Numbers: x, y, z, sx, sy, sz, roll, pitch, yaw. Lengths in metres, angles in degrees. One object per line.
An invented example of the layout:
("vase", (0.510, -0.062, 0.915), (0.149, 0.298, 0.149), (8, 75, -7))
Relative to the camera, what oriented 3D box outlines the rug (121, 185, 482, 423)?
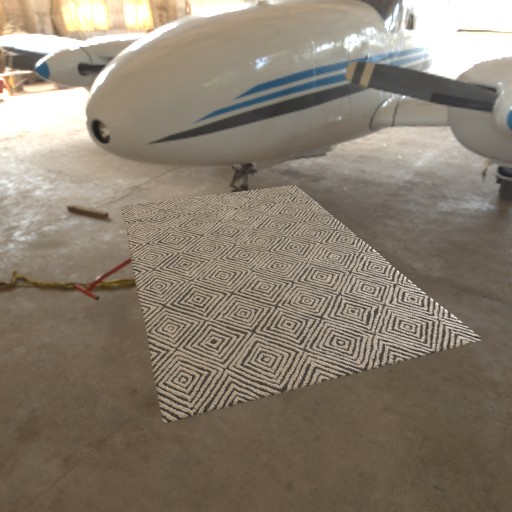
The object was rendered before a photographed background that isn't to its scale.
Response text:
("rug", (0.000, 0.000, 2.190), (1.177, 0.004, 1.750), (-9, 30, -16))
